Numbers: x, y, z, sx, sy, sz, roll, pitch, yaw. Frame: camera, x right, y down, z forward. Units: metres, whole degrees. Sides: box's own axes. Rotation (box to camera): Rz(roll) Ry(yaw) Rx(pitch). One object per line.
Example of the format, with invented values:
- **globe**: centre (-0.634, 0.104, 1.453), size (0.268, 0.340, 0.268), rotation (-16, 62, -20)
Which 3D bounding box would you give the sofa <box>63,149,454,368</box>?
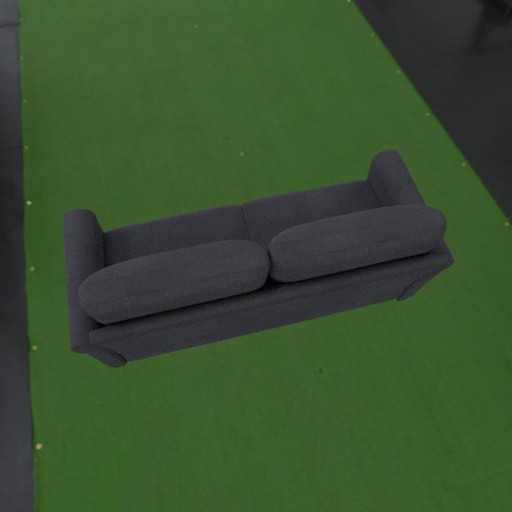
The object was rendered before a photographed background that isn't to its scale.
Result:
- **sofa**: centre (0.000, 0.000, 2.401), size (1.935, 0.942, 0.842), rotation (-12, 60, -7)
